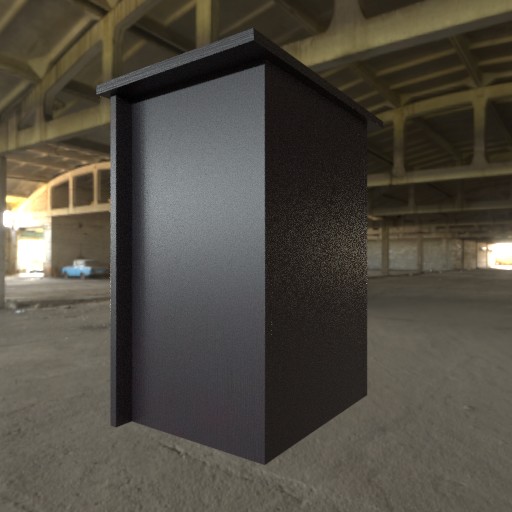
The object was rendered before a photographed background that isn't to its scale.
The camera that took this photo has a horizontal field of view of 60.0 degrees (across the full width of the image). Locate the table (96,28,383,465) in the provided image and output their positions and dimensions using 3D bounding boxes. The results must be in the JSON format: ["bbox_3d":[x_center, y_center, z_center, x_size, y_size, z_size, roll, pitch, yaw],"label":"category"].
[{"bbox_3d":[0.000,0.000,1.049,0.408,0.711,0.589,0,0,35],"label":"table"}]
